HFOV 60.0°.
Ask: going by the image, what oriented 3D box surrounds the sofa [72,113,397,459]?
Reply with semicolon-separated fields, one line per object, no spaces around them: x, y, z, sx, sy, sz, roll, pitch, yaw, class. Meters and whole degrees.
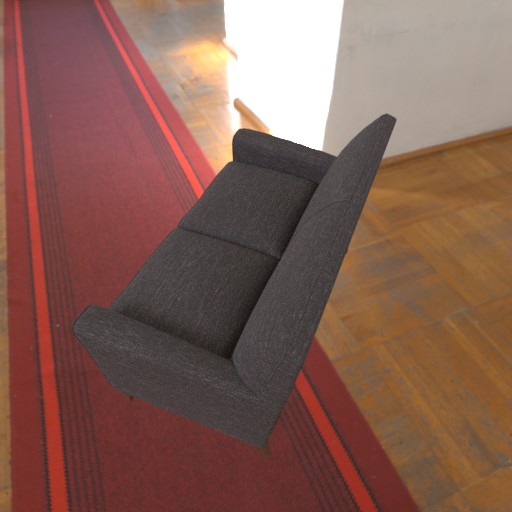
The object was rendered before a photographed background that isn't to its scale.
0.000;0.000;2.074;0.867;0.905;1.509;16;48;15;sofa
